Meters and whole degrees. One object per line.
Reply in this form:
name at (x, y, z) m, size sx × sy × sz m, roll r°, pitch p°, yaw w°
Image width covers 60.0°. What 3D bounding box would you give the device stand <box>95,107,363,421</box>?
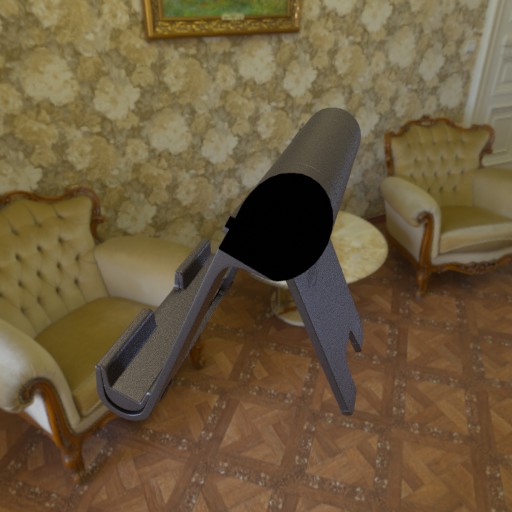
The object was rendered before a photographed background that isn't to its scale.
device stand at (0.000, 0.000, 0.151) m, size 0.079 × 0.084 × 0.088 m, roll 8°, pitch 31°, yaw 14°
